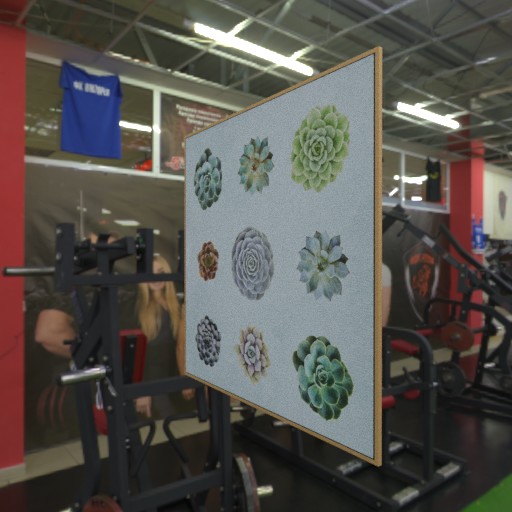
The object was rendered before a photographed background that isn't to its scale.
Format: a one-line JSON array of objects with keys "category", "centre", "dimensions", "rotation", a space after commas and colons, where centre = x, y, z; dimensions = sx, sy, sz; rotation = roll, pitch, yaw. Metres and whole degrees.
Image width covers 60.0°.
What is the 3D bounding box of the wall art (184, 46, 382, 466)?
[{"category": "wall art", "centre": [0.000, 0.000, 1.402], "dimensions": [0.013, 0.959, 0.962], "rotation": [0, 0, -36]}]
